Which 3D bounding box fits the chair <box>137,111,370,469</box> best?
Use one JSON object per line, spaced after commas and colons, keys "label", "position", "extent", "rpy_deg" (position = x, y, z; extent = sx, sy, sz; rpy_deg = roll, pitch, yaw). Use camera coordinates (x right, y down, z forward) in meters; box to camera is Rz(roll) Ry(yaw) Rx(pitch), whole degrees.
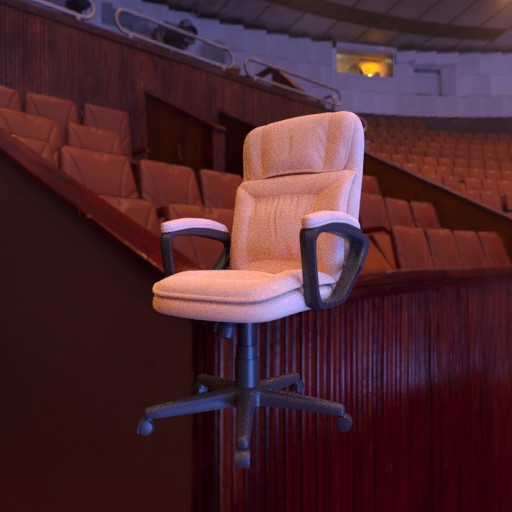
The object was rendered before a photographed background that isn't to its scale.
{"label": "chair", "position": [0.000, 0.000, 1.535], "extent": [0.667, 1.105, 0.724], "rpy_deg": [1, 1, 35]}
